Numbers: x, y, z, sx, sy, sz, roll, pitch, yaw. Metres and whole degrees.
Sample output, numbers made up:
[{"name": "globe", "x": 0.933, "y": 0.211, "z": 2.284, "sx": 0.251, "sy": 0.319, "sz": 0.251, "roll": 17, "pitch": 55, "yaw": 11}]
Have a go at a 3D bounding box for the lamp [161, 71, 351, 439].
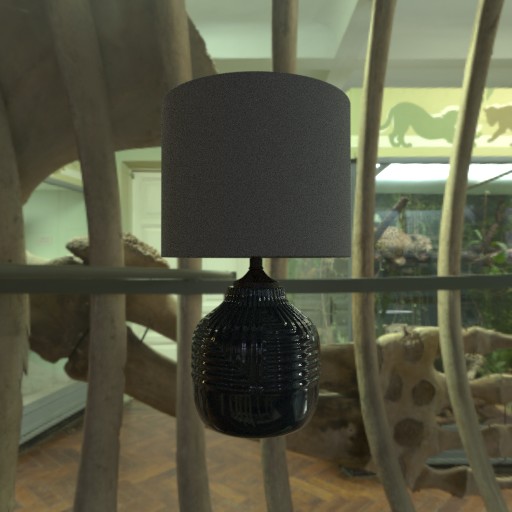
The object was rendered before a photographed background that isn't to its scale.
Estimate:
[{"name": "lamp", "x": 0.000, "y": 0.000, "z": 0.757, "sx": 0.318, "sy": 0.567, "sz": 0.318, "roll": 0, "pitch": -1, "yaw": 0}]
